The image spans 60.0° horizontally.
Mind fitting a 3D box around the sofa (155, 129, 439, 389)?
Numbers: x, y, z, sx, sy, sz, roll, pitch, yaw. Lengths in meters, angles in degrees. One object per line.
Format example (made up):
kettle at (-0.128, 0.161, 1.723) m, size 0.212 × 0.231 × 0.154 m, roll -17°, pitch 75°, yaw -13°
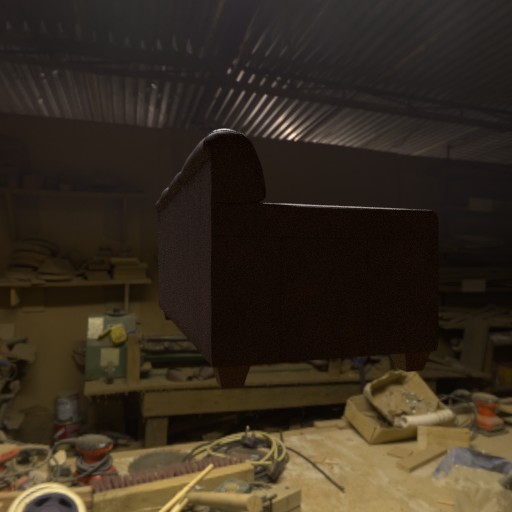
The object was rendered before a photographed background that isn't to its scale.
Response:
sofa at (0.000, 0.000, 2.614) m, size 1.008 × 0.953 × 2.039 m, roll 0°, pitch 0°, yaw -17°
